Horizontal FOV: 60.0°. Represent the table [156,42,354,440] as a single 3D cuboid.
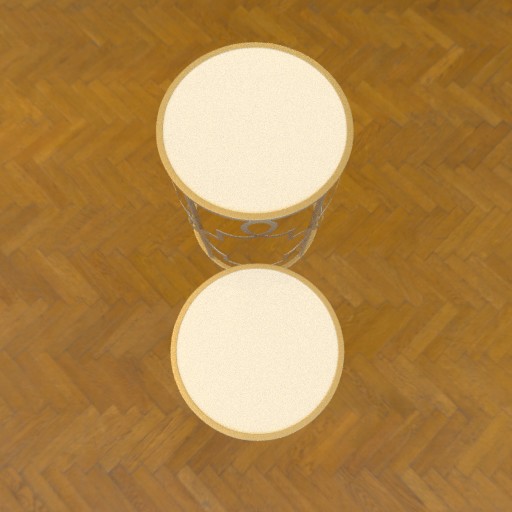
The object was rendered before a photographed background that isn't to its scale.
[{"bbox_3d":[0.000,0.000,1.164,0.420,0.564,0.846,-1,76,0],"label":"table"}]
